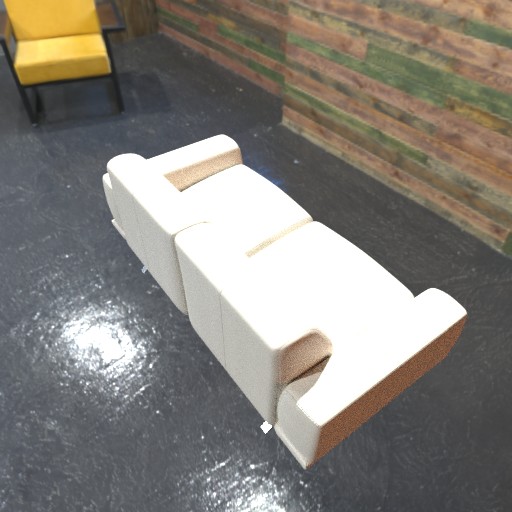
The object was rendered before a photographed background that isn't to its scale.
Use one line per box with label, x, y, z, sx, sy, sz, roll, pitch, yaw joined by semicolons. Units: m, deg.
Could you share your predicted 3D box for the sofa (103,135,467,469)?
sofa;0.000;0.000;2.325;0.900;0.772;1.901;-27;50;-25
